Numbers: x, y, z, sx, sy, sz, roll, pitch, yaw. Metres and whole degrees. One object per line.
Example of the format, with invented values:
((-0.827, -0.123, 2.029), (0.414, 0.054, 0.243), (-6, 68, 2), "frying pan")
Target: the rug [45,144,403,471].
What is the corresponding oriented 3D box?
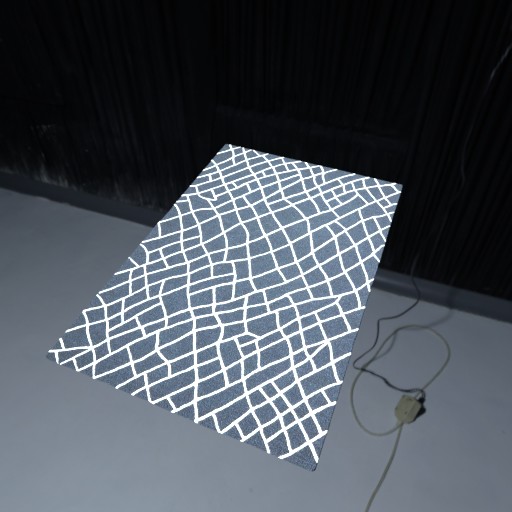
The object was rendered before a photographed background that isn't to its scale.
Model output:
((0.000, 0.000, 2.335), (1.223, 0.013, 1.830), (17, 48, 15), "rug")
